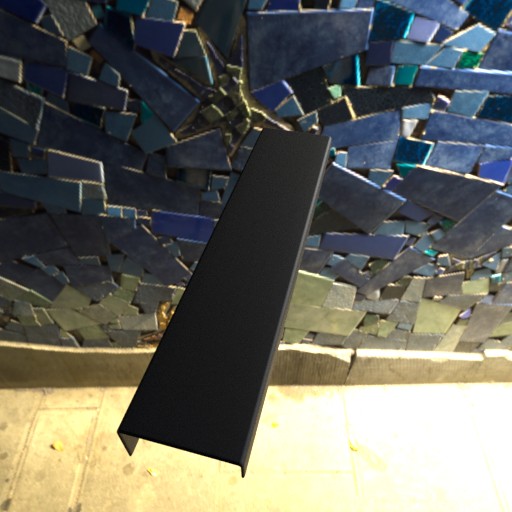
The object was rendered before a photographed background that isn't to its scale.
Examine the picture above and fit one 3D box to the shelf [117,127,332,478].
[{"bbox_3d":[0.000,0.000,0.497,0.102,0.053,0.456,11,47,10],"label":"shelf"}]
